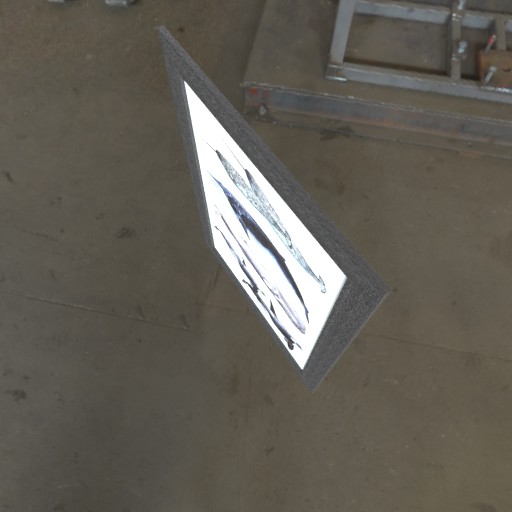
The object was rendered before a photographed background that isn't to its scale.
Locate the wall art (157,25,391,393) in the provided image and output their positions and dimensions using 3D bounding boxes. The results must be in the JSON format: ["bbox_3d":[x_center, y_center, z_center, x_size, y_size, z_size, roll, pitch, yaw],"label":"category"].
[{"bbox_3d":[0.000,0.000,1.408,0.016,1.116,0.810,-31,68,-14],"label":"wall art"}]
